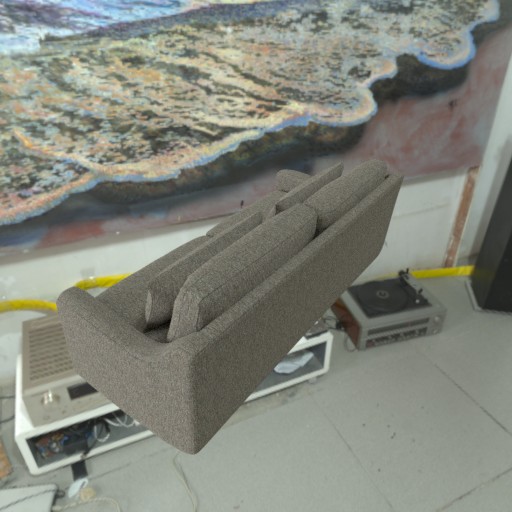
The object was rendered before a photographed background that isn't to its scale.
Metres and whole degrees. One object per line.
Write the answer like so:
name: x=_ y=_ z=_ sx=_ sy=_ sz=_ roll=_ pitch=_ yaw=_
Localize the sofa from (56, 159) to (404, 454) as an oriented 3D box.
sofa: x=0.000 y=0.000 z=3.033 sx=1.103 sy=0.998 sz=2.418 roll=21 pitch=38 yaw=30
